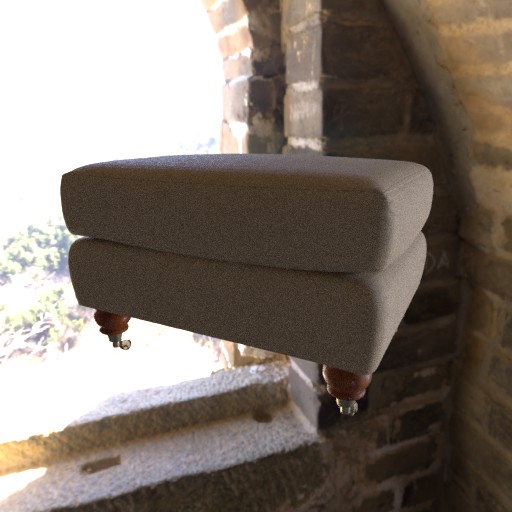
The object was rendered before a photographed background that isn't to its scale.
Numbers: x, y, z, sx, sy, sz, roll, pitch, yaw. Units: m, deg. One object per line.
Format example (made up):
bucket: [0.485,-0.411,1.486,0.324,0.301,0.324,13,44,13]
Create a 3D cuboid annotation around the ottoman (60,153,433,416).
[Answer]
ottoman: [0.000,0.000,1.129,0.773,0.504,0.569,8,17,26]
